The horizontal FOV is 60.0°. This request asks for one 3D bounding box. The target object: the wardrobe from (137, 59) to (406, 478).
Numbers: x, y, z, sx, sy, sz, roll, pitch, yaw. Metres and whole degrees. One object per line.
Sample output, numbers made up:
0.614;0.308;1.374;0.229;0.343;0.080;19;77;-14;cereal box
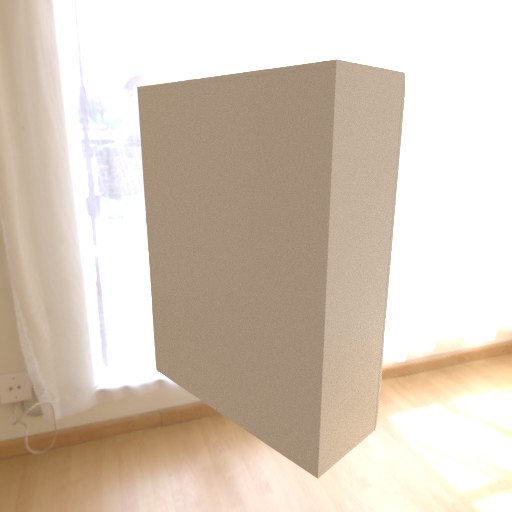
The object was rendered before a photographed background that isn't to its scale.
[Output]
0.000;0.000;1.623;0.360;1.200;0.900;-15;21;-42;wardrobe
